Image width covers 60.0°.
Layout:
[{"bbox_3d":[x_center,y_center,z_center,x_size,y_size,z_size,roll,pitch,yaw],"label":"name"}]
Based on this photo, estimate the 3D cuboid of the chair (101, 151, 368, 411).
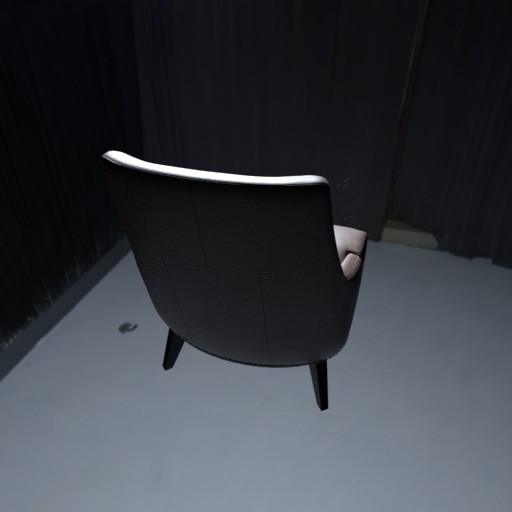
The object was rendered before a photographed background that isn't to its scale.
[{"bbox_3d":[0.000,0.000,1.500,0.701,0.909,0.861,10,34,15],"label":"chair"}]
